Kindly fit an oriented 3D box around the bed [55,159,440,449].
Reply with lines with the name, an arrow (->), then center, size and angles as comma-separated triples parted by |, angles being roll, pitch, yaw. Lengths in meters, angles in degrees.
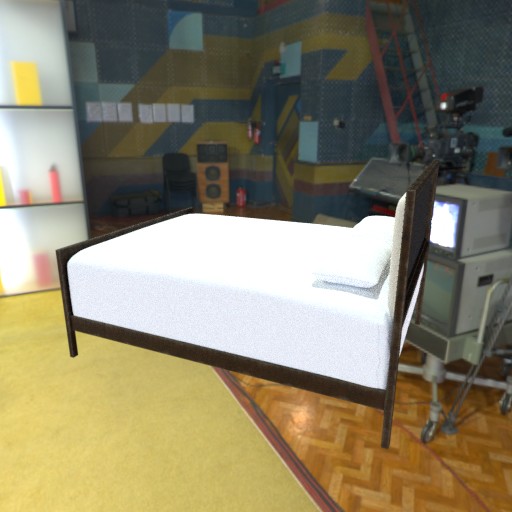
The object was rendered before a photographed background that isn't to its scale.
bed -> 0.000, 0.000, 3.190 | 2.221, 1.313, 1.607 | 8, 19, 24
